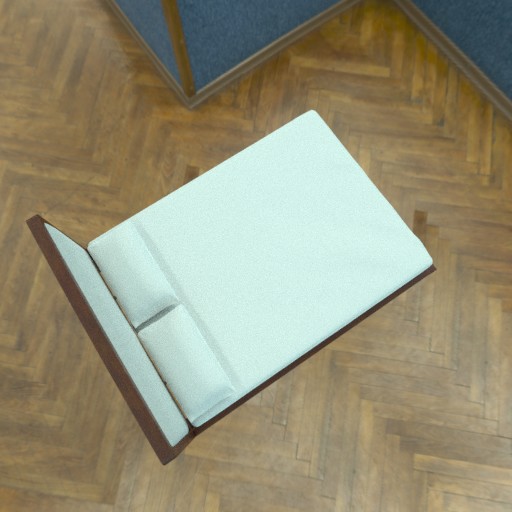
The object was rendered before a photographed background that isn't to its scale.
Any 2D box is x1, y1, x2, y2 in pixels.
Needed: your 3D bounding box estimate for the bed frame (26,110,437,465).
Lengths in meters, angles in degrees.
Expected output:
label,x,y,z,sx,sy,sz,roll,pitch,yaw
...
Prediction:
label,x,y,z,sx,sy,sz,roll,pitch,yaw
bed frame,0.000,0.000,3.146,2.171,1.279,1.587,-33,78,-8
